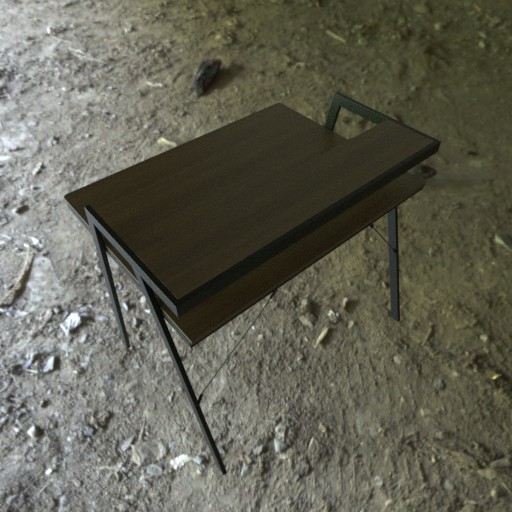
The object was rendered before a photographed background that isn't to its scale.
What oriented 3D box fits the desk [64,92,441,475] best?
[{"bbox_3d":[0.000,0.000,1.897,1.143,0.998,0.936,-32,54,-27],"label":"desk"}]
